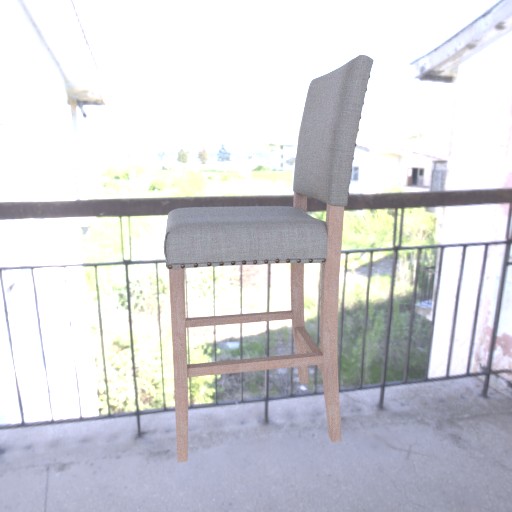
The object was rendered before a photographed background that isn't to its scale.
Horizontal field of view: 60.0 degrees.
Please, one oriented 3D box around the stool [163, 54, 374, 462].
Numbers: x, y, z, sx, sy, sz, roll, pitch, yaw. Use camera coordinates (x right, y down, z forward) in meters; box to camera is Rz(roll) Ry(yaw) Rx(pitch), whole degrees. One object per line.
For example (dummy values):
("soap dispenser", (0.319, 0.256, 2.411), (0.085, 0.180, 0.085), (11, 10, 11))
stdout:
("stool", (0.000, 0.000, 1.468), (0.585, 1.173, 0.445), (-2, 14, -10))
